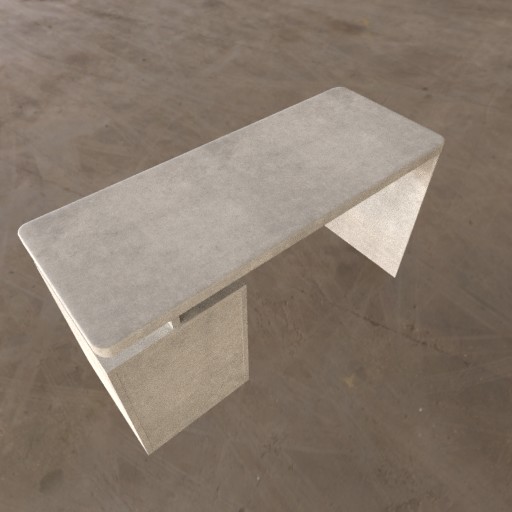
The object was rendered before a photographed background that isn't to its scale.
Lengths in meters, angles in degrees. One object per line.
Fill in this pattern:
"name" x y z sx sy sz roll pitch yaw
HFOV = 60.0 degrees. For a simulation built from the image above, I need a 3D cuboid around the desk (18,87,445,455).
"desk" 0.000 0.000 1.742 1.400 0.755 0.550 -31 55 -25
